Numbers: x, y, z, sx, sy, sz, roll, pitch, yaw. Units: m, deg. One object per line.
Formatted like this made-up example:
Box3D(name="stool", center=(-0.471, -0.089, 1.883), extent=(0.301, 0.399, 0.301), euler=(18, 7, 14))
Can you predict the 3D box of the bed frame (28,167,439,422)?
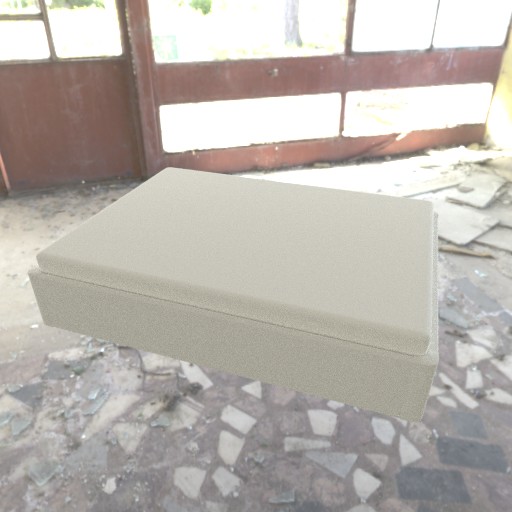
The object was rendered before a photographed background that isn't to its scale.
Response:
Box3D(name="bed frame", center=(0.000, 0.000, 2.503), extent=(1.900, 0.406, 1.400), euler=(10, 33, 16))
